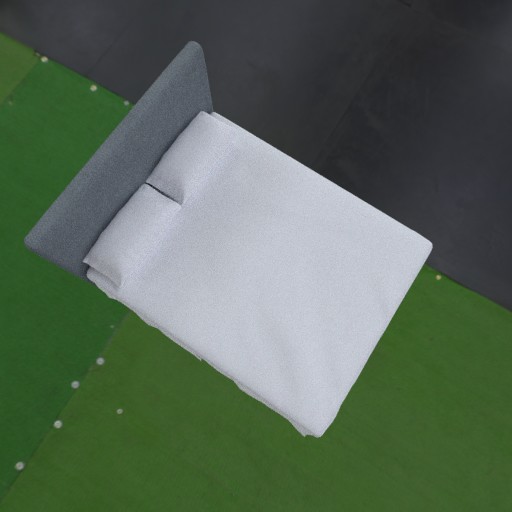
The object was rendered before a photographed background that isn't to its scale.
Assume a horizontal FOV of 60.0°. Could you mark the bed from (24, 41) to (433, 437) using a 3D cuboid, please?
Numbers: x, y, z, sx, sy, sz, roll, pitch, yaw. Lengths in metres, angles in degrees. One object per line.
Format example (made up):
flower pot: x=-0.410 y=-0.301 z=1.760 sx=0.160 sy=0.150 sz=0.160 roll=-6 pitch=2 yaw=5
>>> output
bed: x=0.000 y=0.000 z=3.143 sx=2.142 sy=1.330 sz=1.713 roll=33 pitch=78 yaw=8
